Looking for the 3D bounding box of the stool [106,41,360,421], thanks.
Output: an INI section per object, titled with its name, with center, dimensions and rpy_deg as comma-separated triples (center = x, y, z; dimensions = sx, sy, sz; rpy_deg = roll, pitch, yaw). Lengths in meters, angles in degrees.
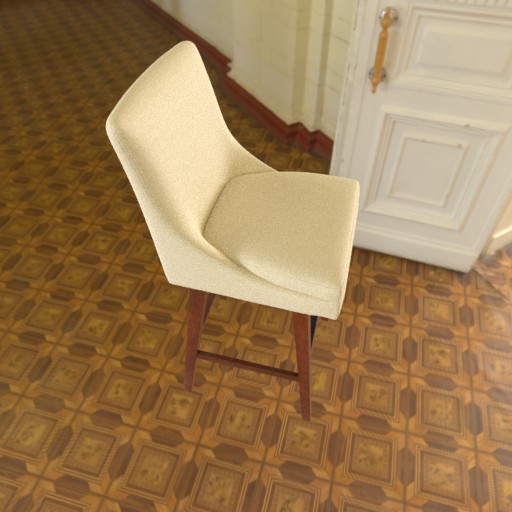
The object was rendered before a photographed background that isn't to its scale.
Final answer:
[stool]
center = 0.000, 0.000, 1.373
dimensions = 0.559, 1.097, 0.470
rpy_deg = 11, 48, 10
